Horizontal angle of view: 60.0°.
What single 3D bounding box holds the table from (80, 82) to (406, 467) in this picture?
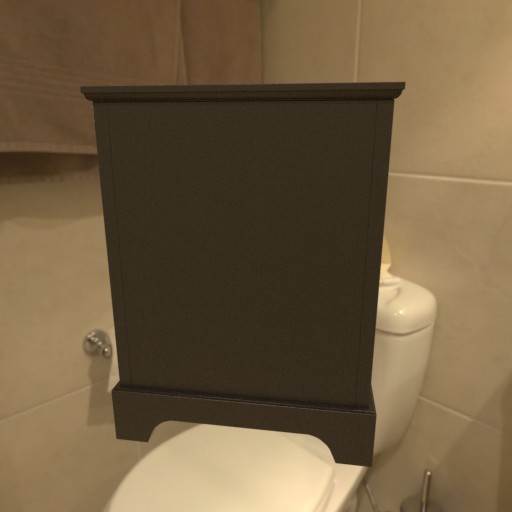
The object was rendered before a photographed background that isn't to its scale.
[{"bbox_3d":[0.000,0.000,0.887,0.460,0.610,0.399,2,16,9],"label":"table"}]
